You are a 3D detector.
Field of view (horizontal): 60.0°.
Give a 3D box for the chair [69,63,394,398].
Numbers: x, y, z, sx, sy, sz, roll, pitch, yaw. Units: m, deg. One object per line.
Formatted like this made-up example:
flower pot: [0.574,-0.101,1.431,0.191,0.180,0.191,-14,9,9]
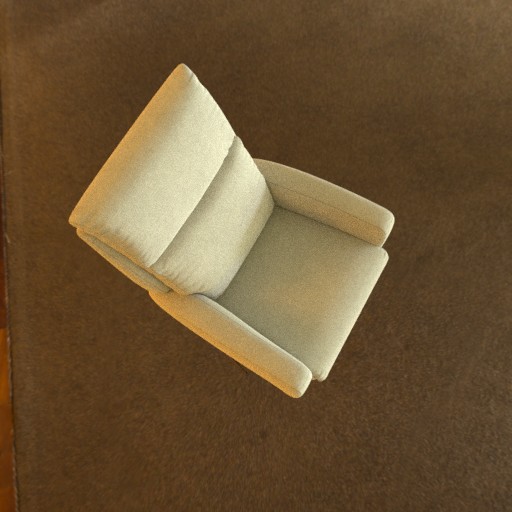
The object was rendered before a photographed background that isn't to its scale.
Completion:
chair: [0.000,0.000,1.700,0.941,1.015,0.812,30,78,7]
